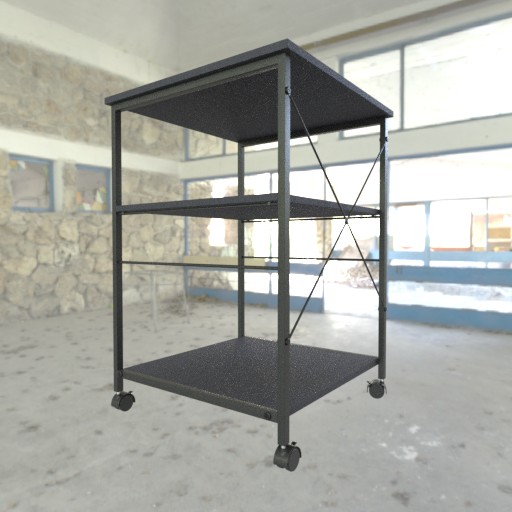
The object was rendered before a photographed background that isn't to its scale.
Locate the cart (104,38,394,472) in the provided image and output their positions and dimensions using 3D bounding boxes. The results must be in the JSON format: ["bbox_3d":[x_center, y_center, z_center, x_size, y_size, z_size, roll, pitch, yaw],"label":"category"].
[{"bbox_3d":[0.000,0.000,1.128,0.520,0.762,0.521,1,2,37],"label":"cart"}]
